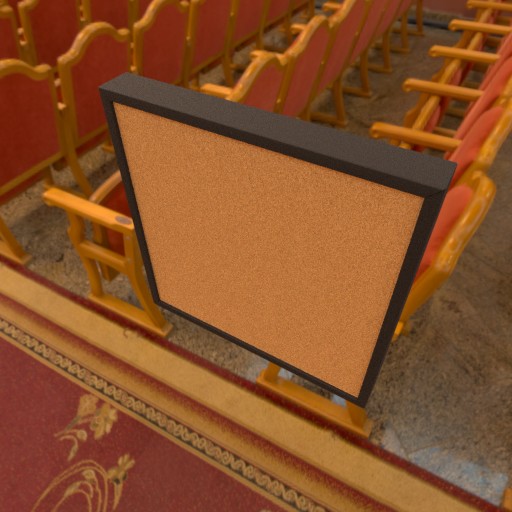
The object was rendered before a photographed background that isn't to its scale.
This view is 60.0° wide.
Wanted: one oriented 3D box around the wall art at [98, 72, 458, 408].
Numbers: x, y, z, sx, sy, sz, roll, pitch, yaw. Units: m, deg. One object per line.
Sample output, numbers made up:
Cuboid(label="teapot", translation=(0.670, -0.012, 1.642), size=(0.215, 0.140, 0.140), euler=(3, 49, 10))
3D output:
Cuboid(label="wall art", translation=(0.000, 0.000, 0.459), size=(0.305, 0.305, 0.037), euler=(22, 49, 21))
